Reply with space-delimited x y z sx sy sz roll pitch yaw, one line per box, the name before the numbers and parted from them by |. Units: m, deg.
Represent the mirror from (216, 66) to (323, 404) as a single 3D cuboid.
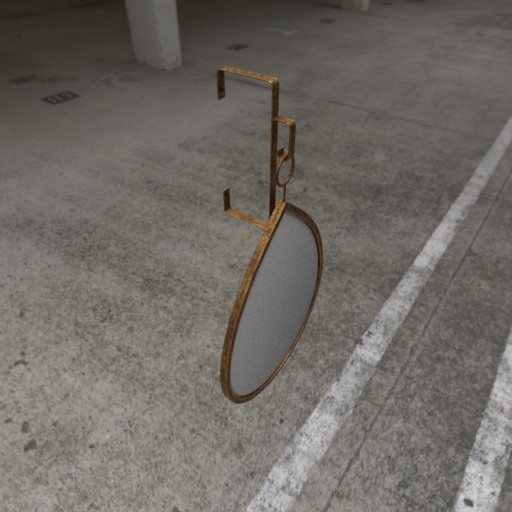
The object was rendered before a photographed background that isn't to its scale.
mirror | 0.000 0.000 0.934 0.144 0.744 0.405 24 47 25
